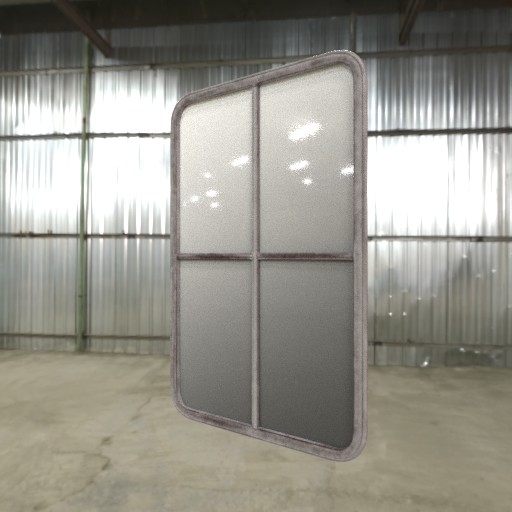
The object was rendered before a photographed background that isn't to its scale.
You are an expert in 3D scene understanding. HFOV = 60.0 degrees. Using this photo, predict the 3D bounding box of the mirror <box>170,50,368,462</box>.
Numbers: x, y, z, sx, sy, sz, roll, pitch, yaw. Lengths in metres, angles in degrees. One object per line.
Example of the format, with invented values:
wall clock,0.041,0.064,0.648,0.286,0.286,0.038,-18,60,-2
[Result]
mirror,0.000,0.000,0.874,0.461,0.713,0.024,0,0,35
